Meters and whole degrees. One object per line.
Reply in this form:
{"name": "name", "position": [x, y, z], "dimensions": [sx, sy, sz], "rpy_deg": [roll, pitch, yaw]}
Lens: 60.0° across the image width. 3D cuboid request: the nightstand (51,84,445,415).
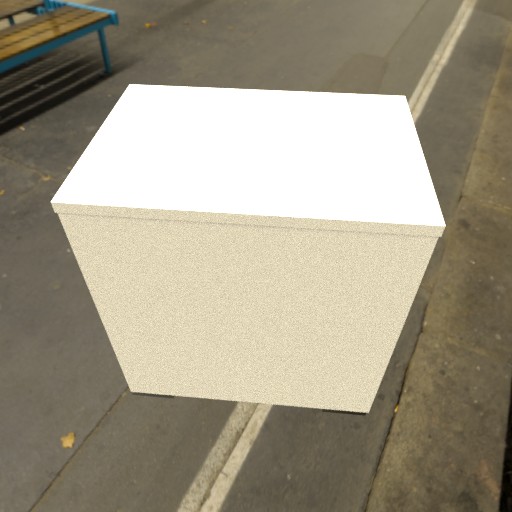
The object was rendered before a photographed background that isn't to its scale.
{"name": "nightstand", "position": [0.000, 0.000, 0.770], "dimensions": [0.441, 0.460, 0.325], "rpy_deg": [4, 45, 4]}
